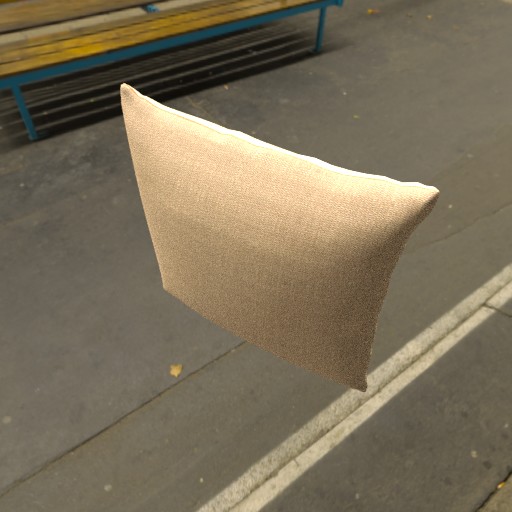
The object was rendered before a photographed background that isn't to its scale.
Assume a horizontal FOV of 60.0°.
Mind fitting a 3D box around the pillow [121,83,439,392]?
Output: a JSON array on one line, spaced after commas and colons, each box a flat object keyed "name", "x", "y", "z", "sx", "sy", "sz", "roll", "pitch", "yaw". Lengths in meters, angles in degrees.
[{"name": "pillow", "x": 0.000, "y": 0.000, "z": 0.803, "sx": 0.521, "sy": 0.519, "sz": 0.215, "roll": 24, "pitch": 51, "yaw": 21}]
